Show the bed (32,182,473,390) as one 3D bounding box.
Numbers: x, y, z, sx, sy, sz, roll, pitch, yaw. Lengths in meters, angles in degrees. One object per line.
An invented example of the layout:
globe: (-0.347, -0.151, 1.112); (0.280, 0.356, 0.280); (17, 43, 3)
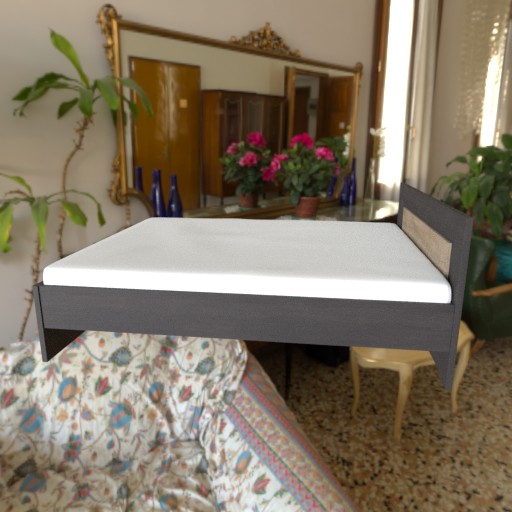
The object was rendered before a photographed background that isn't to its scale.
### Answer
bed: (0.000, 0.000, 2.873); (2.073, 0.823, 1.585); (2, 15, 8)
